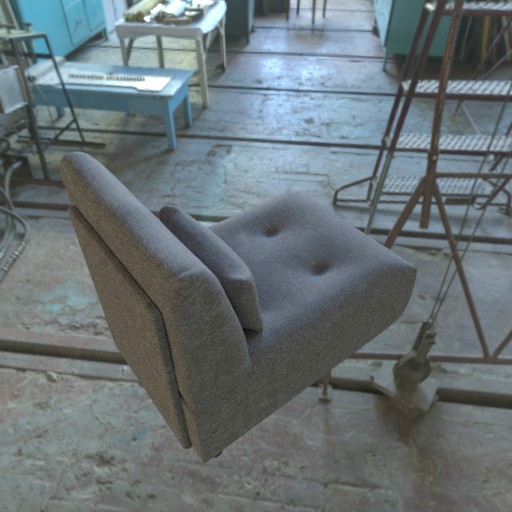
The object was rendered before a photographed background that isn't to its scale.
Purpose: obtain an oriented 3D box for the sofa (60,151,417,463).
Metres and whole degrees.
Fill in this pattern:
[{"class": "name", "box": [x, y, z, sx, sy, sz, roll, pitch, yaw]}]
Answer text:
[{"class": "sofa", "box": [0.000, 0.000, 1.558, 1.000, 0.820, 0.700, -27, 49, -27]}]
